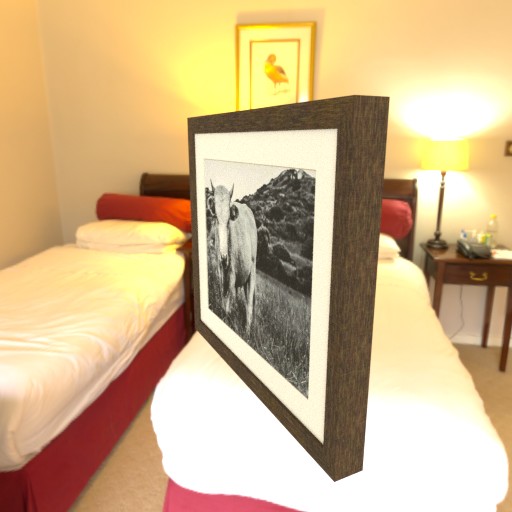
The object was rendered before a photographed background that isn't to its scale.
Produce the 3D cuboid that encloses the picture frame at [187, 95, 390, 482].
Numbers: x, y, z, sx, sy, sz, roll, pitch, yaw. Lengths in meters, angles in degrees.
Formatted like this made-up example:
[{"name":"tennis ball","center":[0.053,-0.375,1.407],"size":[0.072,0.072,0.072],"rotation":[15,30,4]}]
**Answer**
[{"name":"picture frame","center":[0.000,0.000,0.529],"size":[0.033,0.330,0.378],"rotation":[-7,16,-26]}]
